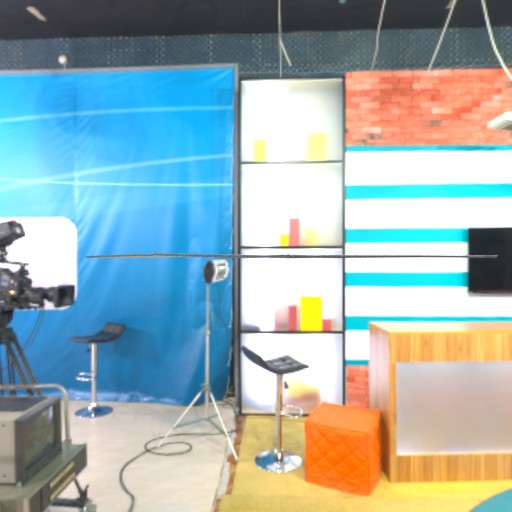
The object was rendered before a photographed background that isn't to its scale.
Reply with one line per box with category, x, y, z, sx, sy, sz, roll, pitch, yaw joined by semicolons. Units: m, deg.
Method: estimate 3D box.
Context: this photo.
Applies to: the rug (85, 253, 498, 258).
rug;0.000;0.000;2.258;1.174;0.022;1.853;0;0;-37
